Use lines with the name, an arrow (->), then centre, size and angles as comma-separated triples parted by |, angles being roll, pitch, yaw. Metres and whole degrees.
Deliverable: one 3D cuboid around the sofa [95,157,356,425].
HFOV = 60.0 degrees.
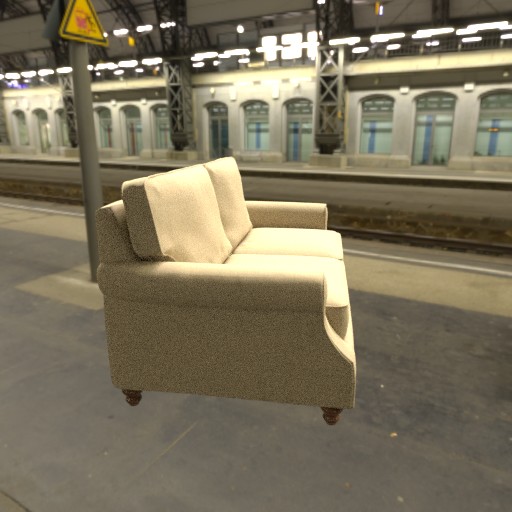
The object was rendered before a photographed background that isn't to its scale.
sofa -> 0.000, 0.000, 2.294 | 0.964, 0.937, 1.665 | 2, 16, 9
